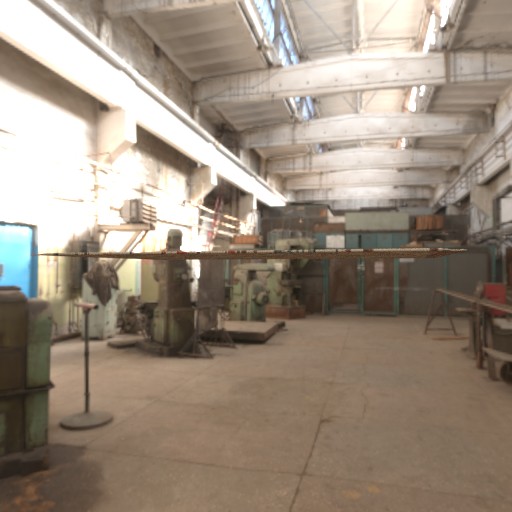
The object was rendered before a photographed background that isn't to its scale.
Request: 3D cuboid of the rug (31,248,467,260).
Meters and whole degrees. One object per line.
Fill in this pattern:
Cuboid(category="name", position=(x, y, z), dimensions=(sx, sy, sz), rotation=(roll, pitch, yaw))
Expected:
Cuboid(category="rug", position=(0.000, 0.000, 2.494), dimensions=(1.997, 0.010, 1.218), rotation=(-1, -2, 17))
